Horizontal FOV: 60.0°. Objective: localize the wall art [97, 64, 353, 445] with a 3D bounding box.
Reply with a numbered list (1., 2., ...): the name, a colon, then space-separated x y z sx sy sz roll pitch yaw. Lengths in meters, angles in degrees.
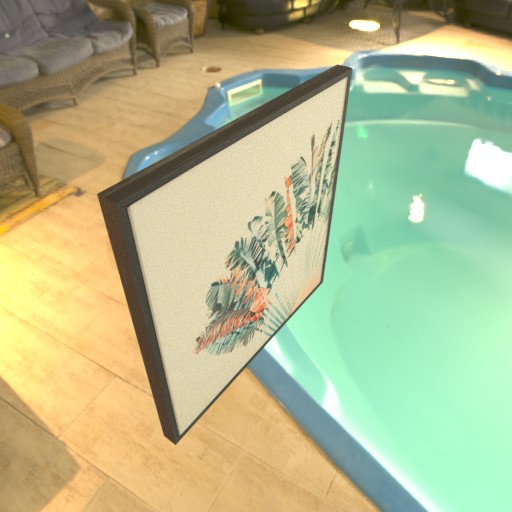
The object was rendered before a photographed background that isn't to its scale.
1. wall art: 0.000 0.000 1.153 0.043 0.758 0.762 26 47 27
